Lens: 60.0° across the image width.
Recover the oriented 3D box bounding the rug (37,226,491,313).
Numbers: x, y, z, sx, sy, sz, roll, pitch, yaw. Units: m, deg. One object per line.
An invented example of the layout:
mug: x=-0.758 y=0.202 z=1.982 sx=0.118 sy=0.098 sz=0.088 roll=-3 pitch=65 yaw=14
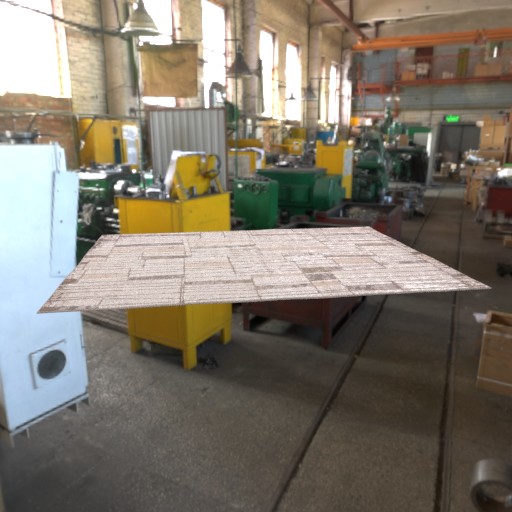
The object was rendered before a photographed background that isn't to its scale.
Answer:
rug: x=0.000 y=0.000 z=4.377 sx=3.357 sy=0.019 sz=2.449 roll=-2 pitch=15 yaw=-8
